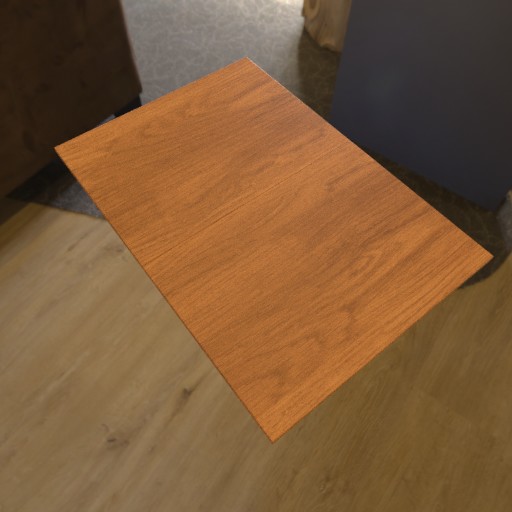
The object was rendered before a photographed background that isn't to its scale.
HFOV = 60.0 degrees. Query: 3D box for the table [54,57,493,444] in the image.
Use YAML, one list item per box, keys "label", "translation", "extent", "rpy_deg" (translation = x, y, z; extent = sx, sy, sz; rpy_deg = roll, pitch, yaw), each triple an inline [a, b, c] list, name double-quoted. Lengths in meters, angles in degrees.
- label: "table"
  translation: [0.000, 0.000, 1.857]
  extent: [0.900, 0.770, 1.300]
  rpy_deg: [-33, 64, -19]
